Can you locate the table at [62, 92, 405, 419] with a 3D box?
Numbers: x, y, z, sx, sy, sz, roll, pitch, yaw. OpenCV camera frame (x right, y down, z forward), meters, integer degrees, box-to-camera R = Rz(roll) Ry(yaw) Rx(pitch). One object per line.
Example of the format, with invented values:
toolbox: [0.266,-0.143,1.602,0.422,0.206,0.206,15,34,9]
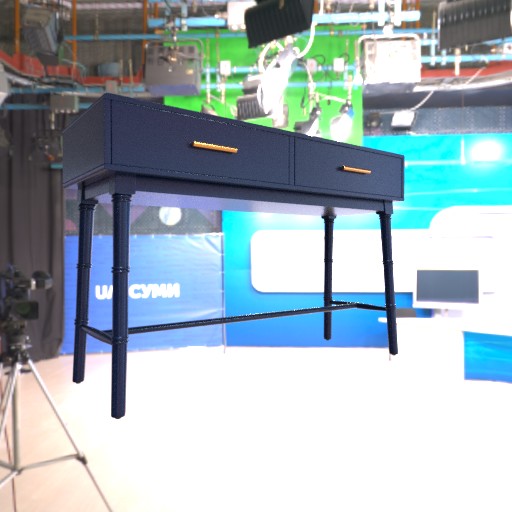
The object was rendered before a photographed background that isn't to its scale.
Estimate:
table: [0.000,0.000,1.475,1.118,0.749,0.399,-1,1,-37]
